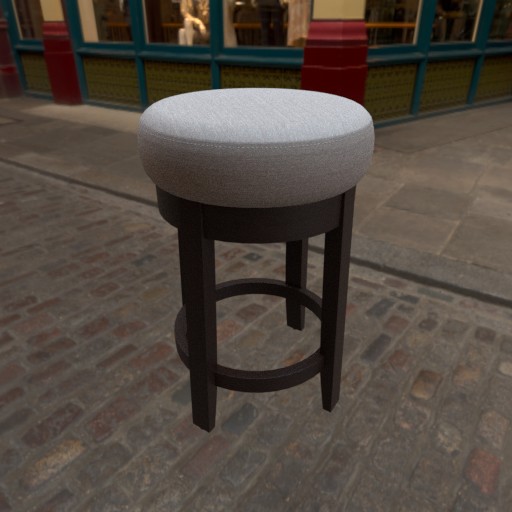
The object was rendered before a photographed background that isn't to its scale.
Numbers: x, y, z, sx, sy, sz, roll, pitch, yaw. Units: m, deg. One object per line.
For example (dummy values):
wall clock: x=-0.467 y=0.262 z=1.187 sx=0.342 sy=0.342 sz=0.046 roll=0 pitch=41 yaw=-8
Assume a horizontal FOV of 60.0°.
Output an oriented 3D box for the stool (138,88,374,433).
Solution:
stool: x=0.000 y=0.000 z=0.979 sx=0.443 sy=0.672 sz=0.443 roll=0 pitch=29 yaw=0
